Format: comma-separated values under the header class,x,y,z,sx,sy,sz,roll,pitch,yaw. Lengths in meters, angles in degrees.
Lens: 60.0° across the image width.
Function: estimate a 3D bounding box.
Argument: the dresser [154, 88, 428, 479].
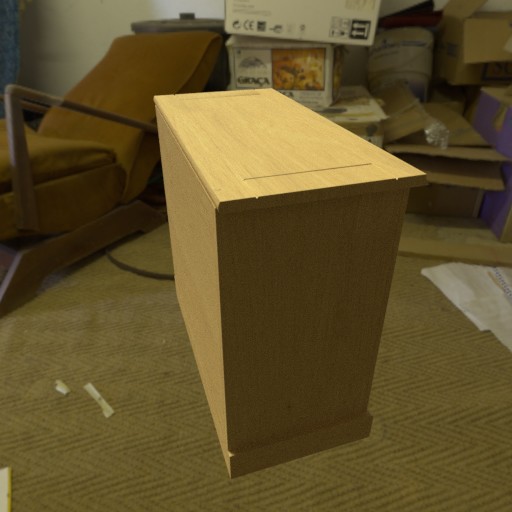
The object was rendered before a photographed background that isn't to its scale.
class,x,y,z,sx,sy,sz,roll,pitch,yaw
dresser,0.000,0.000,1.421,0.440,0.835,0.915,-10,33,-15
